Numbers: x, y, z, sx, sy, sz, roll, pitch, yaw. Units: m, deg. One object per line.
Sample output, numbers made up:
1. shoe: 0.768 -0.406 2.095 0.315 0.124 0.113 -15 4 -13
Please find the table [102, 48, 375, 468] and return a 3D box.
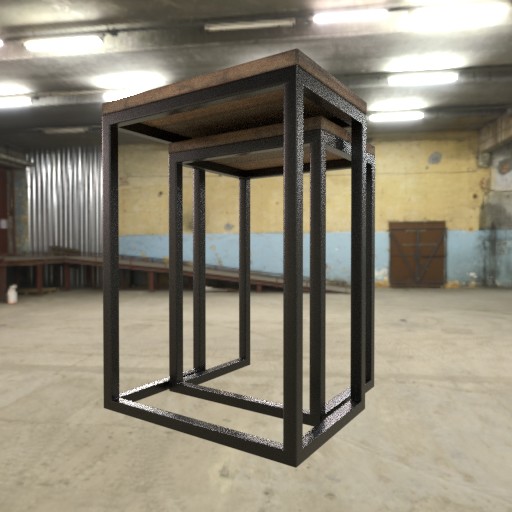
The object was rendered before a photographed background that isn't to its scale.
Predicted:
1. table: 0.000 0.000 0.953 0.456 0.615 0.460 1 1 36
